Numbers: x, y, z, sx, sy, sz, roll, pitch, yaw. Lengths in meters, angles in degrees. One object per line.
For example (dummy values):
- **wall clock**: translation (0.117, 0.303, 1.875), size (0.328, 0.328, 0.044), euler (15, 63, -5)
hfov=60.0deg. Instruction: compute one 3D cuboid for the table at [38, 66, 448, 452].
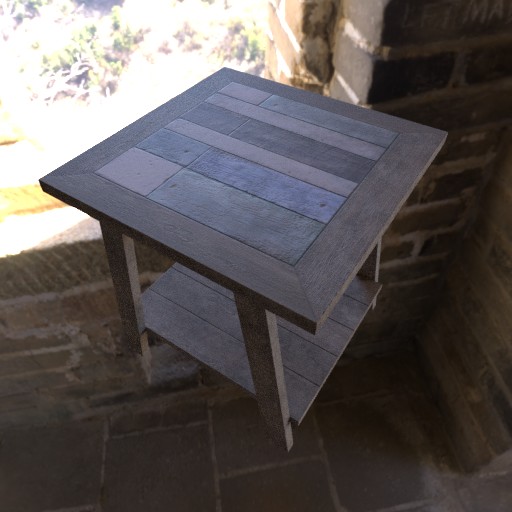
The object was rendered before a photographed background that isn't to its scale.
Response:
- **table**: translation (0.000, 0.000, 1.135), size (0.610, 0.610, 0.610), euler (26, 52, 22)
